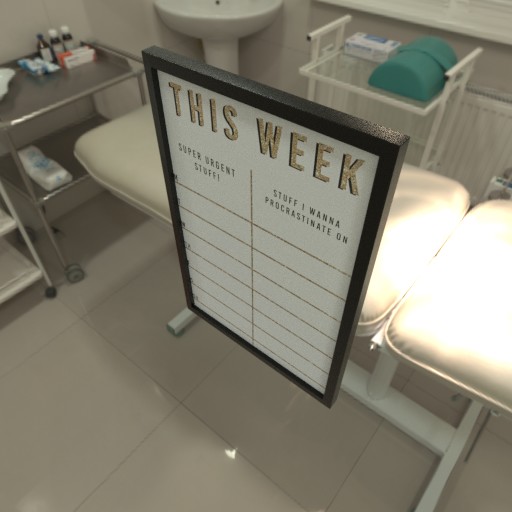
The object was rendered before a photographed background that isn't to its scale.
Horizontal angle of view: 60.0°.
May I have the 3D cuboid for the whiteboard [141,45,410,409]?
[{"bbox_3d":[0.000,0.000,0.776,0.406,0.611,0.026,30,53,26],"label":"whiteboard"}]
